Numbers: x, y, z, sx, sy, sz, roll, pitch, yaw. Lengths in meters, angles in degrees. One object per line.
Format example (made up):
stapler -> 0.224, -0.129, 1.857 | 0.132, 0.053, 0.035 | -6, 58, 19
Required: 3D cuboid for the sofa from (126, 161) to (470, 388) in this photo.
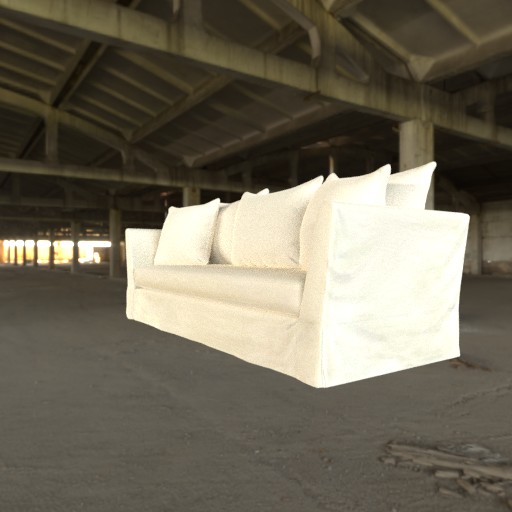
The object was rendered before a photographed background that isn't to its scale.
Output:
sofa -> 0.000, 0.000, 3.019 | 1.030, 1.042, 2.484 | 0, 0, -35
